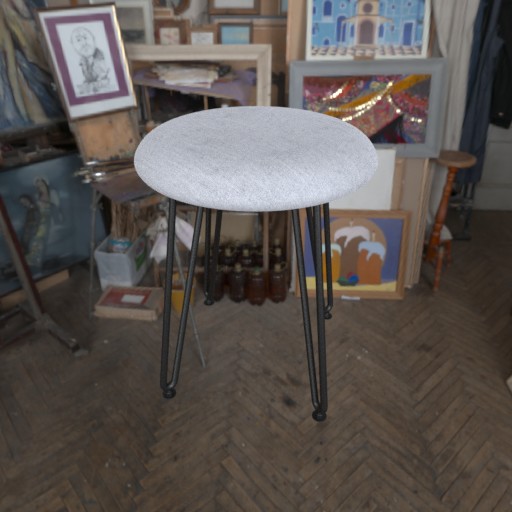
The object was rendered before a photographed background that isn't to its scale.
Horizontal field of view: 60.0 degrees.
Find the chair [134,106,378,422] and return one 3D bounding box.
[{"bbox_3d":[0.000,0.000,0.661,0.350,0.386,0.350,-20,37,-29],"label":"chair"}]
